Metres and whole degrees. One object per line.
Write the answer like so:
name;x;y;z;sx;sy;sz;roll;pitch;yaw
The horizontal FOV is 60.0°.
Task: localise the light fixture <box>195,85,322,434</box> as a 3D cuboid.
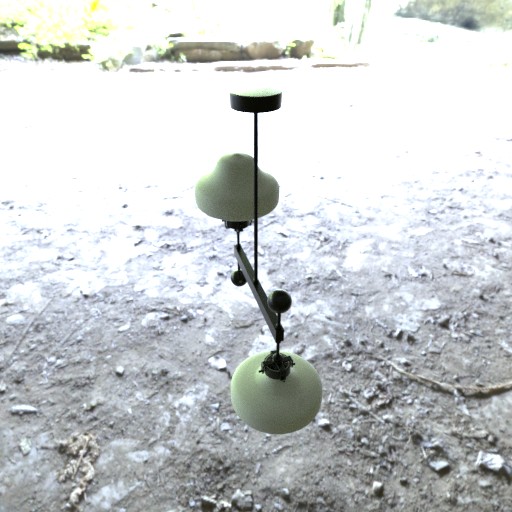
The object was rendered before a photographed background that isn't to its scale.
light fixture;0.000;0.000;1.040;0.489;0.743;0.422;22;38;30
